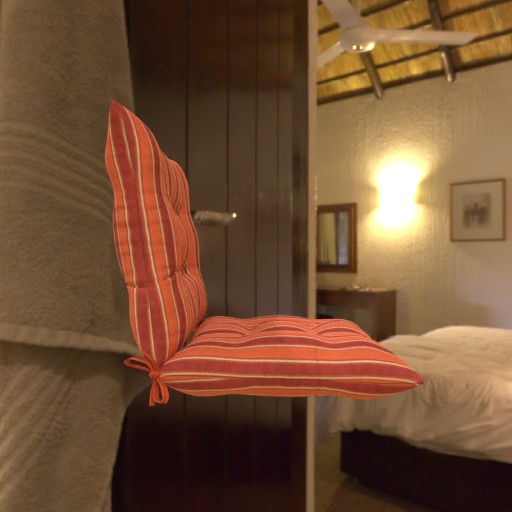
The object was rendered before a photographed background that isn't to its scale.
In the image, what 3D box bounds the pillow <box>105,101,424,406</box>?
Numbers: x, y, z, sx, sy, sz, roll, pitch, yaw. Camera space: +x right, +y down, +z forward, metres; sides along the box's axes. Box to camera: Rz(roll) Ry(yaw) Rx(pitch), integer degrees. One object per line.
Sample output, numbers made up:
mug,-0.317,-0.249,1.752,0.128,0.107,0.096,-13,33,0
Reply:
pillow,0.000,0.000,1.001,0.585,0.536,0.541,0,-1,1
